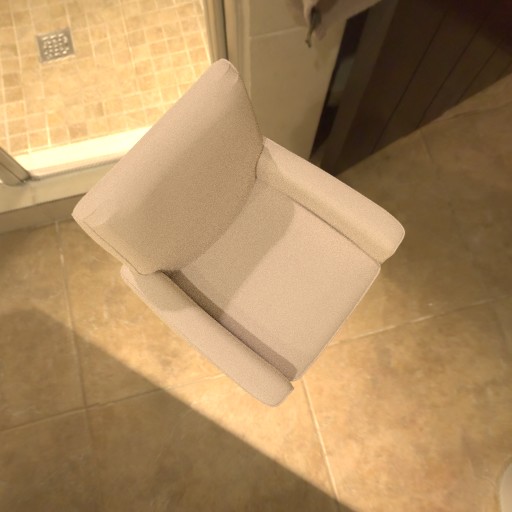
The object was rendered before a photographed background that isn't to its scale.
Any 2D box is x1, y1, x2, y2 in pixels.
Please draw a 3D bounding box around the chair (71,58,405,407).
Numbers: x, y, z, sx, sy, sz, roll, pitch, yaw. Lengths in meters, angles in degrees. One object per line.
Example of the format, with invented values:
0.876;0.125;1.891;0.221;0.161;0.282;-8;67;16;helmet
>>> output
0.000;0.000;1.714;0.858;1.028;0.841;37;78;9;chair
